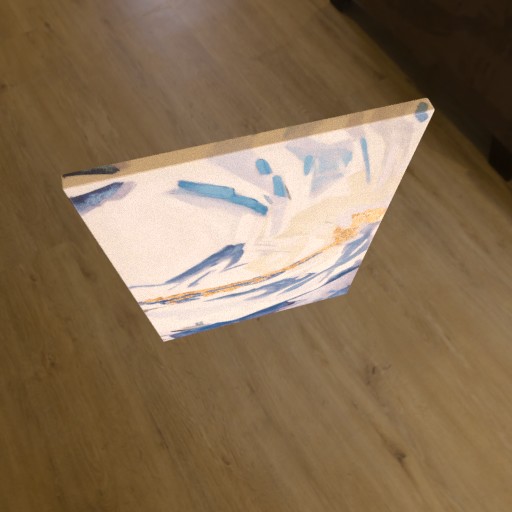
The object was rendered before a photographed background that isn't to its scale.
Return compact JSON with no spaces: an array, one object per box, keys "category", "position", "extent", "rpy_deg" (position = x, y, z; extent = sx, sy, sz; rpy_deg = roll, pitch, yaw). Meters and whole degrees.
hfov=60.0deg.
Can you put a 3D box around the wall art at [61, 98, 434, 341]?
[{"category":"wall art","position":[0.000,0.000,1.334],"extent":[0.761,1.015,0.038],"rpy_deg":[-14,64,-7]}]
